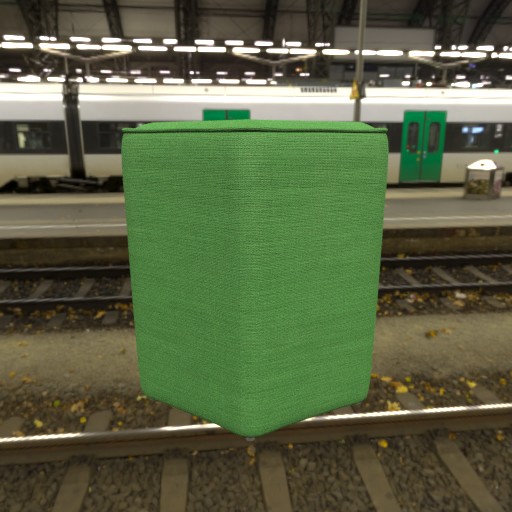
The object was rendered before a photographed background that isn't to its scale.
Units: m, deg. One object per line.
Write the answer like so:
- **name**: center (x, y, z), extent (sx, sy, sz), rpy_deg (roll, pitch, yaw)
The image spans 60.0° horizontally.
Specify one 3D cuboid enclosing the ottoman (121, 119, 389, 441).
- **ottoman**: center (0.000, 0.000, 0.889), extent (0.499, 0.507, 0.444), rpy_deg (-7, 16, -27)
